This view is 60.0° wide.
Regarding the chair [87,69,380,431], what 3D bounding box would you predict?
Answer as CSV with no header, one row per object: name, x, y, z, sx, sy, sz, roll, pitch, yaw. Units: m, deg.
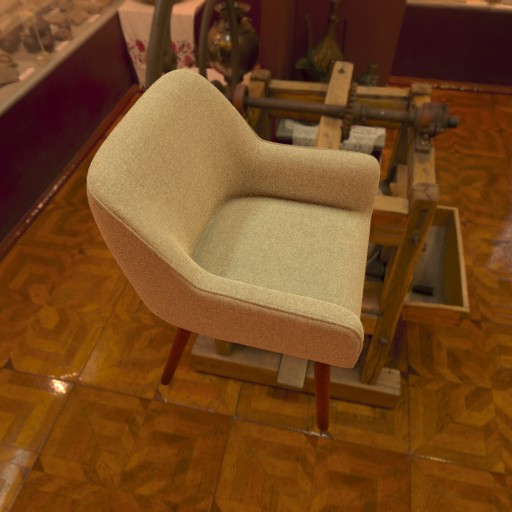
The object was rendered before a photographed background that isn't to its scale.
chair,0.000,0.000,1.242,0.610,0.813,0.610,10,49,9
